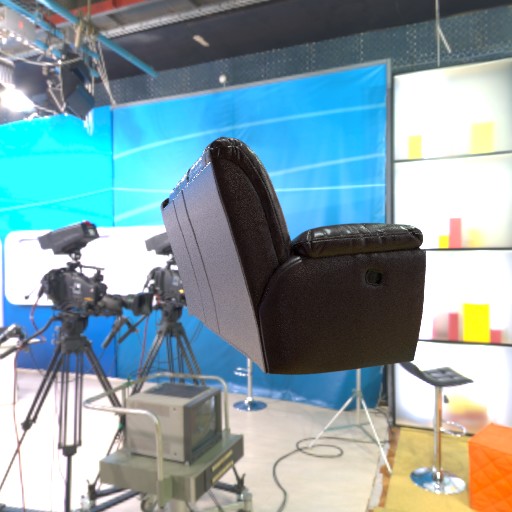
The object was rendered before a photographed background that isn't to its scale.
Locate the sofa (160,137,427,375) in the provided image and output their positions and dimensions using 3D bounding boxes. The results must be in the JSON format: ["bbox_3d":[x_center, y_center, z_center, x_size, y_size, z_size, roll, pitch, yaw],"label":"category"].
[{"bbox_3d":[0.000,0.000,2.727,0.991,1.043,2.058,0,-1,-18],"label":"sofa"}]
